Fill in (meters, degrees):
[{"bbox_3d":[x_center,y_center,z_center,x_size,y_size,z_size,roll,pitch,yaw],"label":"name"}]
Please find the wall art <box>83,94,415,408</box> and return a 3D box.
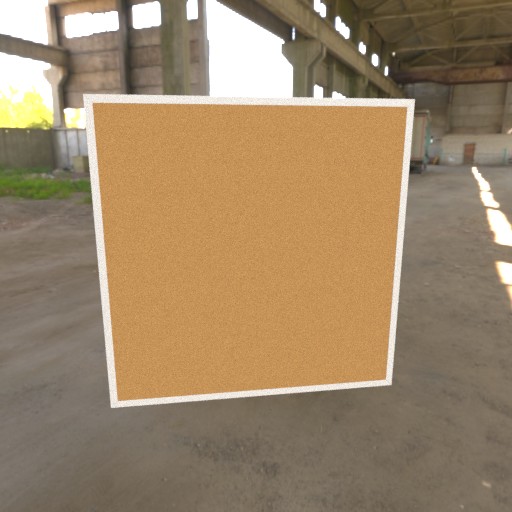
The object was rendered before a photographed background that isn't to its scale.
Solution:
[{"bbox_3d":[0.000,0.000,0.451,0.304,0.304,0.024,-2,14,-8],"label":"wall art"}]
